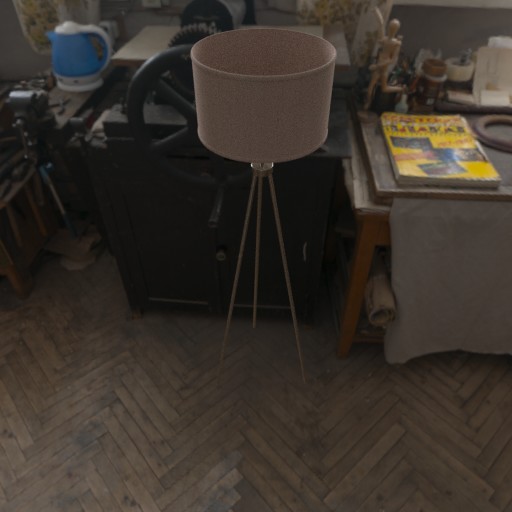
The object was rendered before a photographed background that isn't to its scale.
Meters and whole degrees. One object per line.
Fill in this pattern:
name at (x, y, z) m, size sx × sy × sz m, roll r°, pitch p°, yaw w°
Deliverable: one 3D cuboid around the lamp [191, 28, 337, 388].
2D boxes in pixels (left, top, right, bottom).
lamp at (0.000, 0.000, 1.755) m, size 0.460 × 1.545 × 0.449 m, roll -26°, pitch 48°, yaw -25°
